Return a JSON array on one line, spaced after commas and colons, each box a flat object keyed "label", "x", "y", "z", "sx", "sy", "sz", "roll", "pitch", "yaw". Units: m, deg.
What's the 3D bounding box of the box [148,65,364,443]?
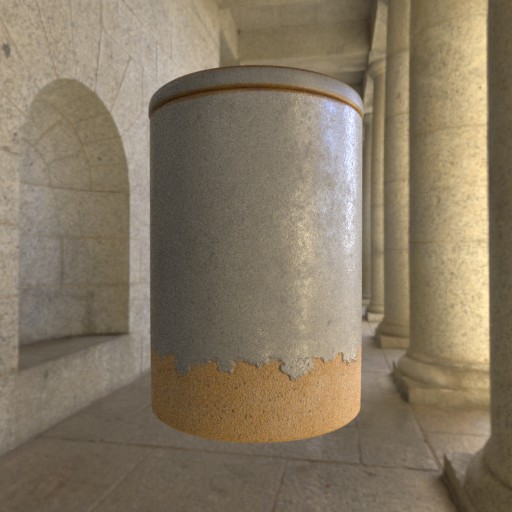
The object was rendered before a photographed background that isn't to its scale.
[{"label": "box", "x": 0.000, "y": 0.000, "z": 0.249, "sx": 0.118, "sy": 0.168, "sz": 0.118, "roll": 0, "pitch": 0, "yaw": 0}]
